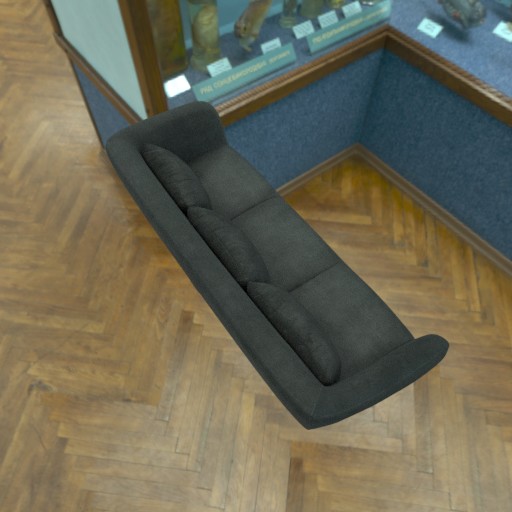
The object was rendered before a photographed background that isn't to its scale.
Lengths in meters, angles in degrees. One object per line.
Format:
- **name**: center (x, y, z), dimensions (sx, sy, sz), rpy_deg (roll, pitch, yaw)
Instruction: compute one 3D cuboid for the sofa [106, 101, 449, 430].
- **sofa**: center (0.000, 0.000, 2.777), dimensions (0.956, 0.875, 2.296), rpy_deg (-31, 62, -18)
